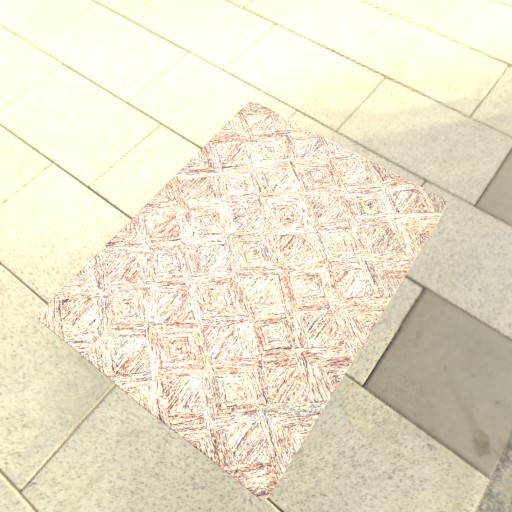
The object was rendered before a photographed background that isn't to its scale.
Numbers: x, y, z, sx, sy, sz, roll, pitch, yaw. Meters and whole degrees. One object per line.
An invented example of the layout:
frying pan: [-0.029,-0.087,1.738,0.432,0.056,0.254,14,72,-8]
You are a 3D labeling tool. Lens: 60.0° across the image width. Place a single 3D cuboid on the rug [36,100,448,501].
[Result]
rug: [0.000,0.000,4.112,2.436,0.024,3.226,32,67,16]
